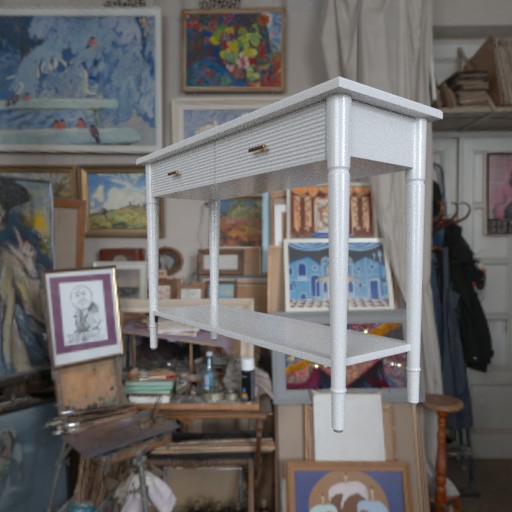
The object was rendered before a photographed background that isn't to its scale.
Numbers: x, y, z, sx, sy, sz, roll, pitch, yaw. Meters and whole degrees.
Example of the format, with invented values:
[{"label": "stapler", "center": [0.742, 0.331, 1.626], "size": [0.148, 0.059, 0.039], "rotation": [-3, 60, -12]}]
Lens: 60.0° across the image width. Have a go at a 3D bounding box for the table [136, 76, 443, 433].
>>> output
[{"label": "table", "center": [0.000, 0.000, 1.440], "size": [0.381, 0.749, 1.067], "rotation": [-1, 2, -37]}]
